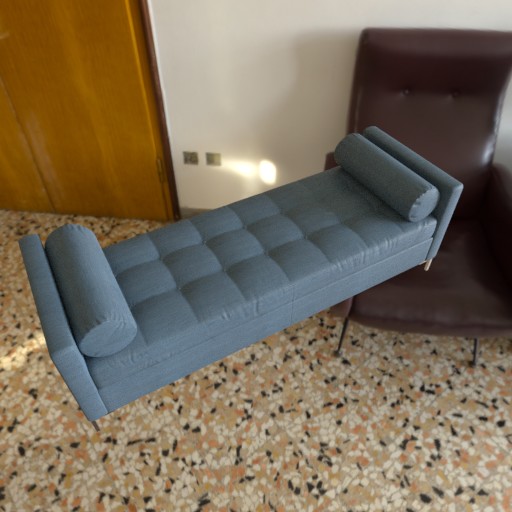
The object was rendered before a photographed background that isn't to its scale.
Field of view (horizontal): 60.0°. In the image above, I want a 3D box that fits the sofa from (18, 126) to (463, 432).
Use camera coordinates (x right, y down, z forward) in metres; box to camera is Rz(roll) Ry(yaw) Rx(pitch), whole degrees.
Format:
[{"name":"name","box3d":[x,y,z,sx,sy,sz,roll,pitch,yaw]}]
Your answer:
[{"name":"sofa","box3d":[0.000,0.000,2.251,1.981,0.635,0.686,-22,49,-20]}]
